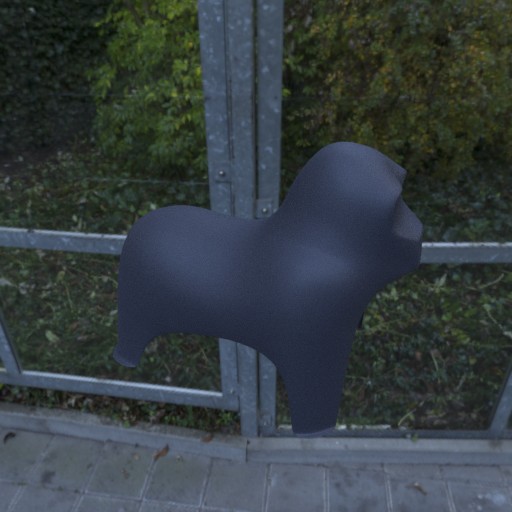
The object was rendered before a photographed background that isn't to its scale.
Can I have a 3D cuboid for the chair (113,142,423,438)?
[{"bbox_3d":[0.000,0.000,1.106,0.758,0.600,0.490,11,31,18],"label":"chair"}]
